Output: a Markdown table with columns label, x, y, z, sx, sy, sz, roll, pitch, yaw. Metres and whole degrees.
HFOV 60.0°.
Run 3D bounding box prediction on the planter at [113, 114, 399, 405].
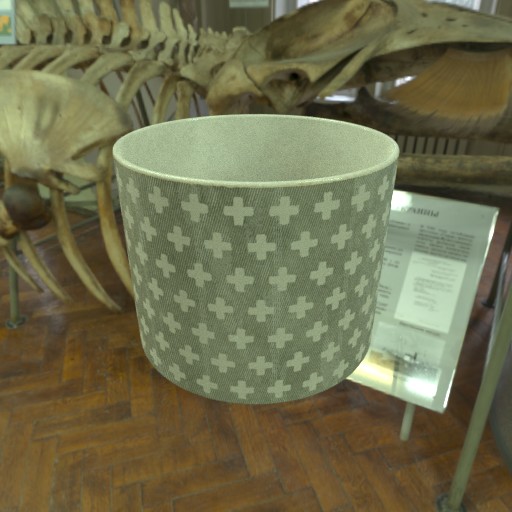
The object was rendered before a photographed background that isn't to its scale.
| label | x | y | z | sx | sy | sz | roll | pitch | yaw |
| --- | --- | --- | --- | --- | --- | --- | --- | --- | --- |
| planter | 0.000 | 0.000 | 0.347 | 0.190 | 0.181 | 0.190 | 0 | 28 | 0 |
